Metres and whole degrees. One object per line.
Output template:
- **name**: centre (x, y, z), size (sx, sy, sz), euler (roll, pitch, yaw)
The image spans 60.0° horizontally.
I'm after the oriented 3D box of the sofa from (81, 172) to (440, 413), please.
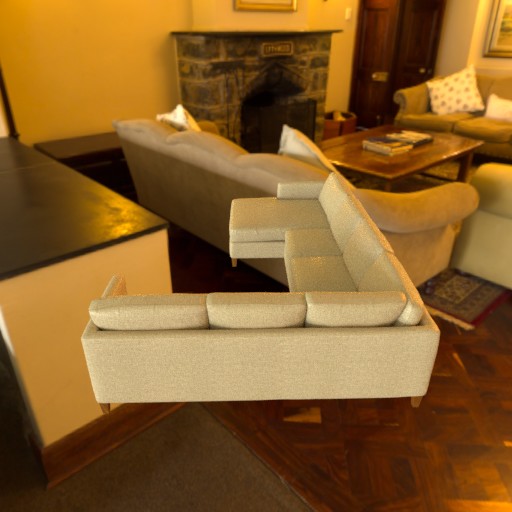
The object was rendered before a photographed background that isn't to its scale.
- **sofa**: centre (0.000, 0.000, 4.753), size (2.594, 0.961, 3.460), euler (-1, 28, -1)
